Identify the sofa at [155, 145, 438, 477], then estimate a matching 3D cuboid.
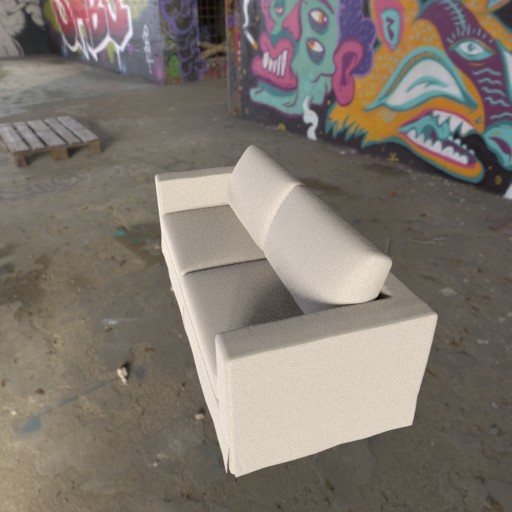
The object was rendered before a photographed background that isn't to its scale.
[{"bbox_3d":[0.000,0.000,2.717,0.954,0.881,2.163,-9,31,-16],"label":"sofa"}]
